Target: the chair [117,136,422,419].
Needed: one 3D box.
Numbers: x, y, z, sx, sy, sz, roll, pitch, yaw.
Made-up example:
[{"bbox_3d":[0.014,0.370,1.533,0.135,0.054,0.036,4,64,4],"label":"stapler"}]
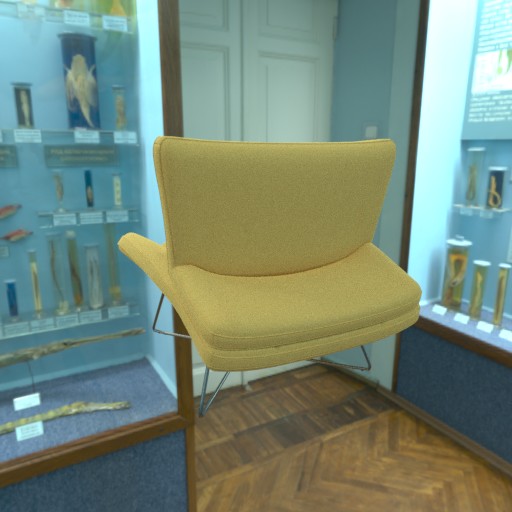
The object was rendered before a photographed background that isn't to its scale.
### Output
[{"bbox_3d":[0.000,0.000,1.675,0.859,0.855,1.008,-7,15,-26],"label":"chair"}]
